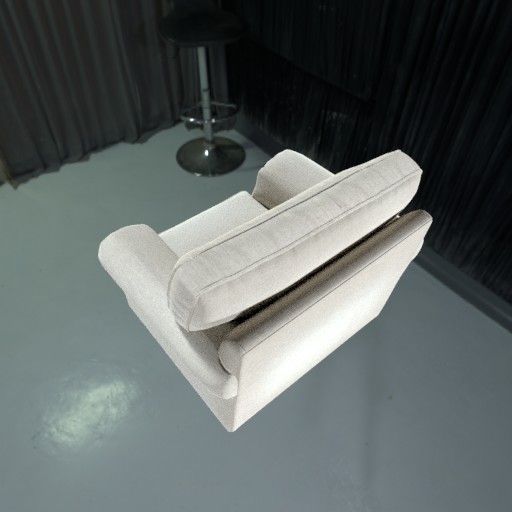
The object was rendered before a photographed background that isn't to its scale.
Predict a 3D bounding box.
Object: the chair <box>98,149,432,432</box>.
[{"bbox_3d":[0.000,0.000,1.900,1.092,0.961,0.965,-31,54,-26],"label":"chair"}]
